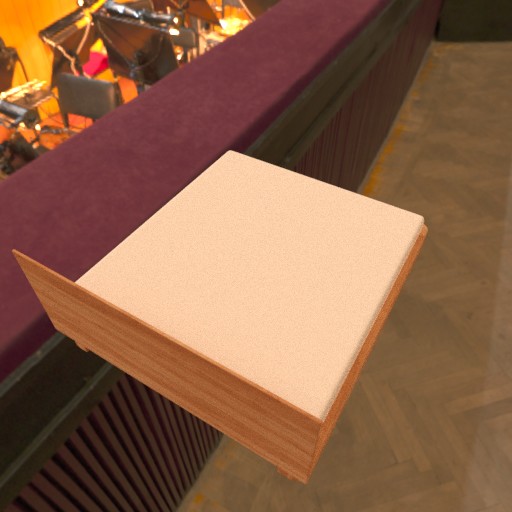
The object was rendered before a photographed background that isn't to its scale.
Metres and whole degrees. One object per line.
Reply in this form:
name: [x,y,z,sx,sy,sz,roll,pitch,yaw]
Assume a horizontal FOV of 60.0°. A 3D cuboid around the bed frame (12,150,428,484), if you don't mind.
bed frame: [0.000,0.000,3.055,1.872,0.940,2.092,24,51,21]
